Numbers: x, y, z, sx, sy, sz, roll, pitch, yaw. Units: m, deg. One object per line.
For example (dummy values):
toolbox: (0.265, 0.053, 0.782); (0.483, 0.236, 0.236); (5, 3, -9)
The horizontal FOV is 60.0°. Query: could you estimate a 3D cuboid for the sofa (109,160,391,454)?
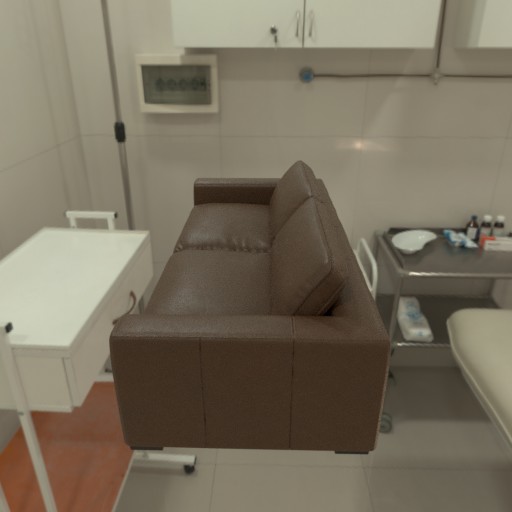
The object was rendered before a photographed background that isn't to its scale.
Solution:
sofa: (0.000, 0.000, 2.690); (1.070, 0.801, 2.262); (1, 25, 1)
